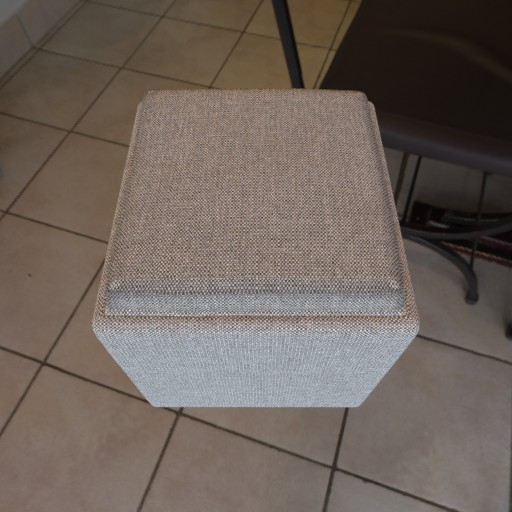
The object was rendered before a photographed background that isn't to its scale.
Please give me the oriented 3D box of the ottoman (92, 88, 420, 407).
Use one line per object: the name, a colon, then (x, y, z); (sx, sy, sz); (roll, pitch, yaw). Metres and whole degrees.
ottoman: (0.000, 0.000, 0.842); (0.436, 0.487, 0.454); (0, 58, 0)
